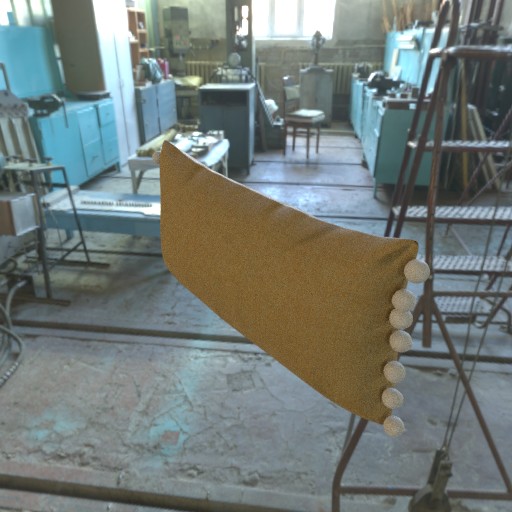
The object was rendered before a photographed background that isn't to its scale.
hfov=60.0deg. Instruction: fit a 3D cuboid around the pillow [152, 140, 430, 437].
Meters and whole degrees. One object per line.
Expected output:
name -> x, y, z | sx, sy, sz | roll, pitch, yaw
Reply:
pillow -> 0.000, 0.000, 0.827 | 0.201, 0.322, 0.709 | -19, 32, -33
